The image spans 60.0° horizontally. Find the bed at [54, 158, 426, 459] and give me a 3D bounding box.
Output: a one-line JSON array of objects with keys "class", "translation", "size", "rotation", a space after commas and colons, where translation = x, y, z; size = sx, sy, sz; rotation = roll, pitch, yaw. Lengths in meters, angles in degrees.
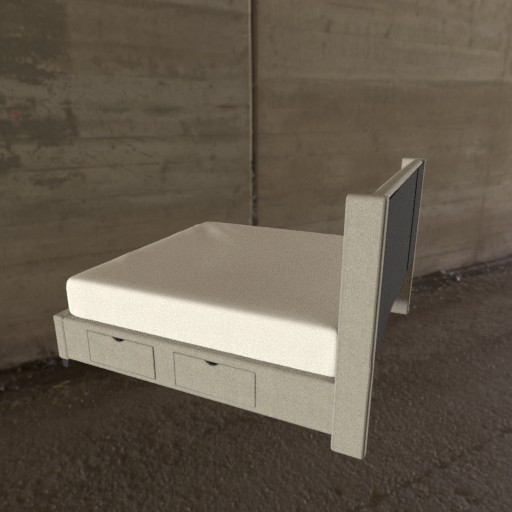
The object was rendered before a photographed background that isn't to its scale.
[{"class": "bed", "translation": [0.000, 0.000, 3.597], "size": [2.280, 1.470, 2.140], "rotation": [8, 19, 23]}]
